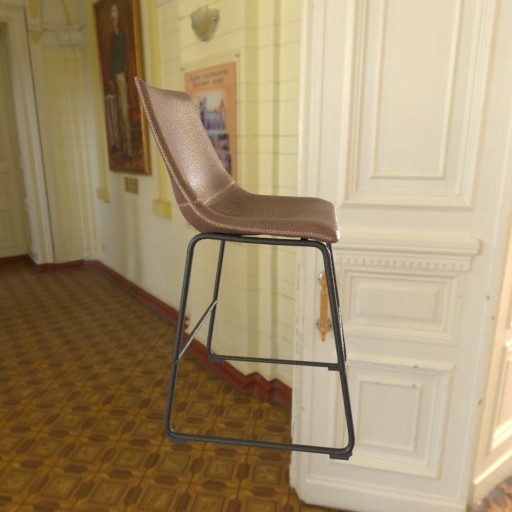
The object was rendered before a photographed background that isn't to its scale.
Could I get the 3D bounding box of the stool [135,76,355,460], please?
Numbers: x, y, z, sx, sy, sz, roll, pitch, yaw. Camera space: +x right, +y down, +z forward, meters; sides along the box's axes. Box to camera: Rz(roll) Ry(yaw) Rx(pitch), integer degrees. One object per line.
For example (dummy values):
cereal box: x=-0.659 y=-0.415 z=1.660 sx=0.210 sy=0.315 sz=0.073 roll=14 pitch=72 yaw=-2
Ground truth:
stool: x=0.000 y=0.000 z=1.219 sx=0.550 sy=0.890 sz=0.460 roll=2 pitch=15 yaw=8
